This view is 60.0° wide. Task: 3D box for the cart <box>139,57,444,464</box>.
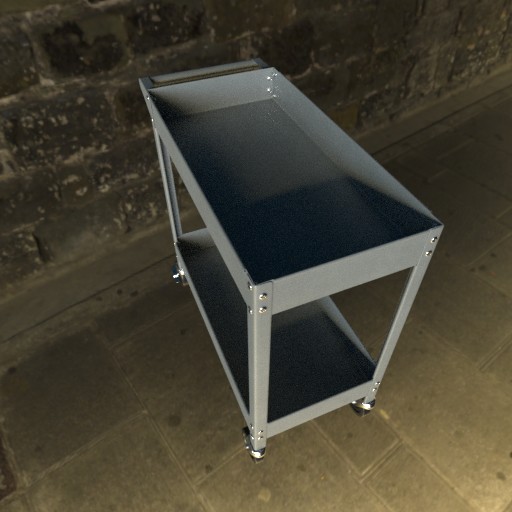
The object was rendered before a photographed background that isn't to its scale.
[{"bbox_3d":[0.000,0.000,1.169,0.366,0.719,0.779,-17,48,-16],"label":"cart"}]
